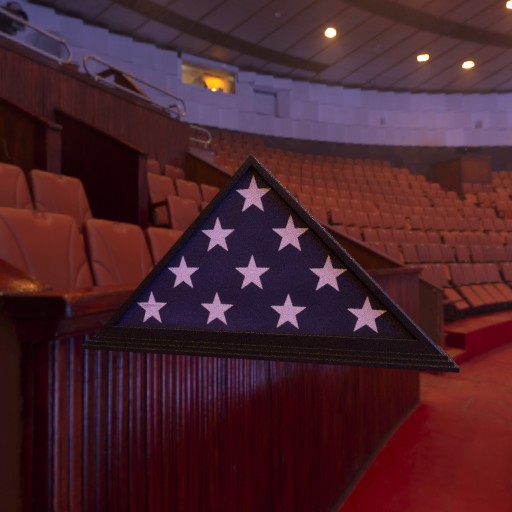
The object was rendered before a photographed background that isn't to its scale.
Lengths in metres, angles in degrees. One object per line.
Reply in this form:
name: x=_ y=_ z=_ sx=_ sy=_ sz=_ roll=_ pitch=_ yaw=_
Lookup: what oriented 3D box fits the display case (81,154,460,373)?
display case: x=0.000 y=0.000 z=0.774 sx=0.640 sy=0.340 sz=0.095 roll=0 pitch=0 yaw=15
